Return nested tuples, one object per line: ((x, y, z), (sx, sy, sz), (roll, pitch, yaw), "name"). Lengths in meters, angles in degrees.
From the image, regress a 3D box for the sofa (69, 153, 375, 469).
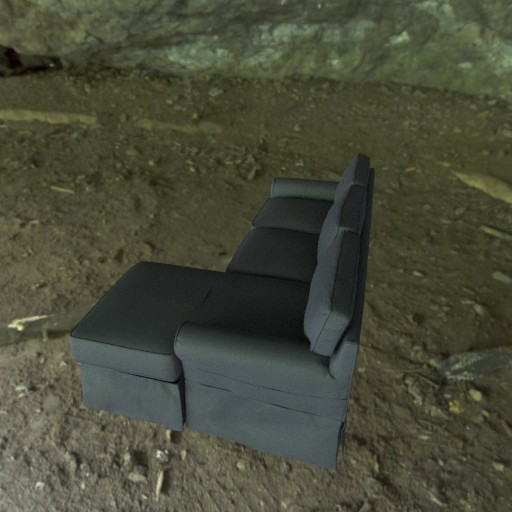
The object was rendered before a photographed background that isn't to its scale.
((0.000, 0.000, 3.350), (1.637, 1.039, 2.518), (7, 31, 13), "sofa")
